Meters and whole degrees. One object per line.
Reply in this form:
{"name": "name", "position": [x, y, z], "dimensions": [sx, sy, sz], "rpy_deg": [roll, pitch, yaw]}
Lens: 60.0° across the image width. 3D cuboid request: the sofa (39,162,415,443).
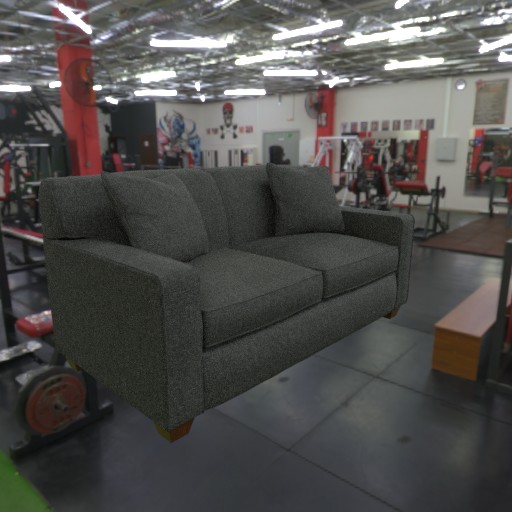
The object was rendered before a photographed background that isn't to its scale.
{"name": "sofa", "position": [0.000, 0.000, 2.392], "dimensions": [0.998, 0.958, 1.846], "rpy_deg": [13, 19, 42]}
